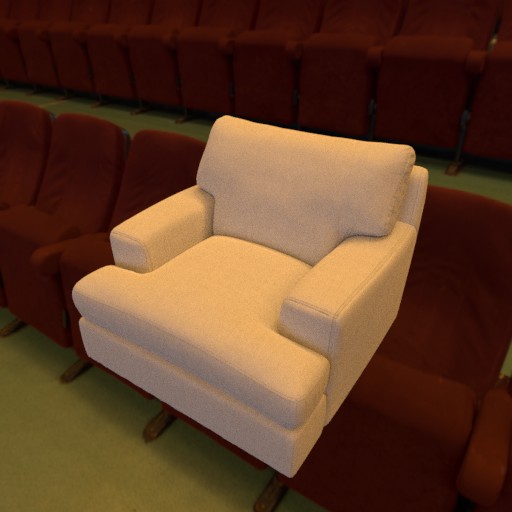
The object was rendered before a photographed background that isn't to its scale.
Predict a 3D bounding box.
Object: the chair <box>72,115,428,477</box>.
[{"bbox_3d":[0.000,0.000,1.927,1.140,0.930,1.158,19,36,29],"label":"chair"}]
